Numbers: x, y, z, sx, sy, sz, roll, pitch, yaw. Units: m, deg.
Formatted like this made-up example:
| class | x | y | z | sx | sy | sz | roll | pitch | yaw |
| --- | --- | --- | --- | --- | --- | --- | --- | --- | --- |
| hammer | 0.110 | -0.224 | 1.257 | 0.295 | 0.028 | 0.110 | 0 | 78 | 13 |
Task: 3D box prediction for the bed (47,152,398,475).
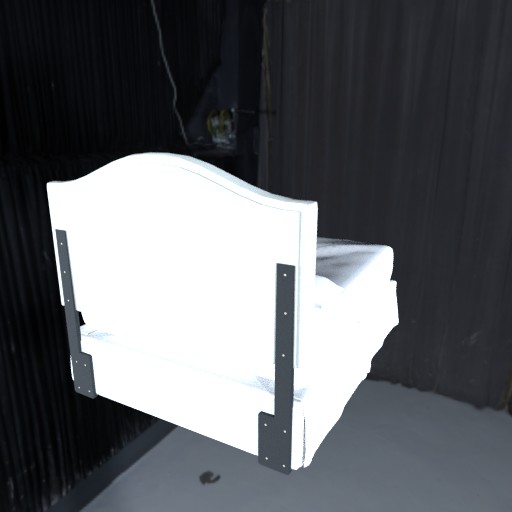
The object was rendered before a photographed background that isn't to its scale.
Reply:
| class | x | y | z | sx | sy | sz | roll | pitch | yaw |
| --- | --- | --- | --- | --- | --- | --- | --- | --- | --- |
| bed | 0.000 | 0.000 | 3.356 | 1.813 | 1.607 | 2.180 | 8 | 18 | 28 |
